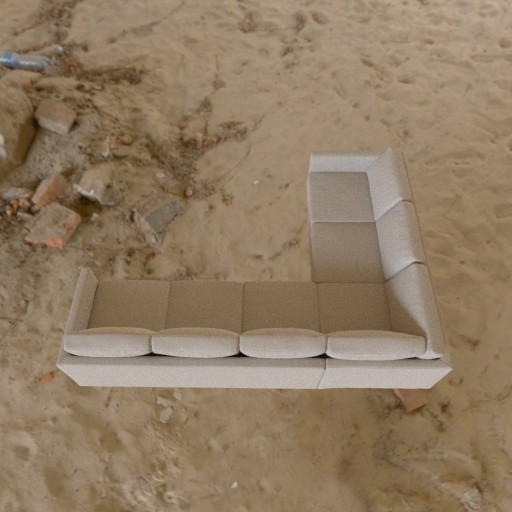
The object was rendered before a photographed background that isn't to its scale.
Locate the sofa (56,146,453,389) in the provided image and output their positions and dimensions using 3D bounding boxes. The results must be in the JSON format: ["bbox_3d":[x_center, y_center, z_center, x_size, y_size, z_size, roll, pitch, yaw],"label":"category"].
[{"bbox_3d":[0.000,0.000,4.372,3.182,0.863,2.432,1,57,0],"label":"sofa"}]
